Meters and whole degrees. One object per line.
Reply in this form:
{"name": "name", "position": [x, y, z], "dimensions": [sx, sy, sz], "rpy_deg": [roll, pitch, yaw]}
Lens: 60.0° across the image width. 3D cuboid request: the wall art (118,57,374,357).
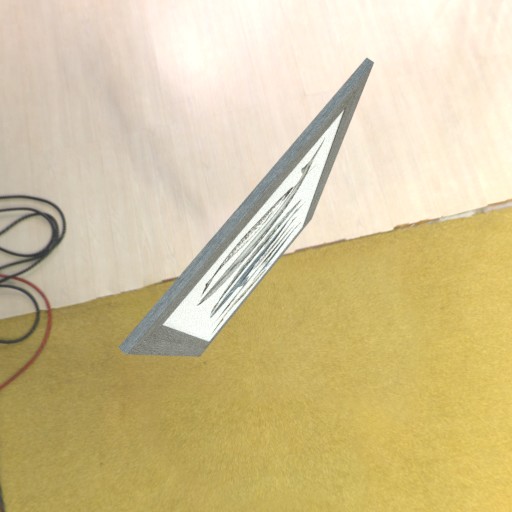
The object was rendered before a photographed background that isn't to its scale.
{"name": "wall art", "position": [0.000, 0.000, 1.386], "dimensions": [0.020, 1.070, 0.768], "rpy_deg": [38, 80, 8]}
